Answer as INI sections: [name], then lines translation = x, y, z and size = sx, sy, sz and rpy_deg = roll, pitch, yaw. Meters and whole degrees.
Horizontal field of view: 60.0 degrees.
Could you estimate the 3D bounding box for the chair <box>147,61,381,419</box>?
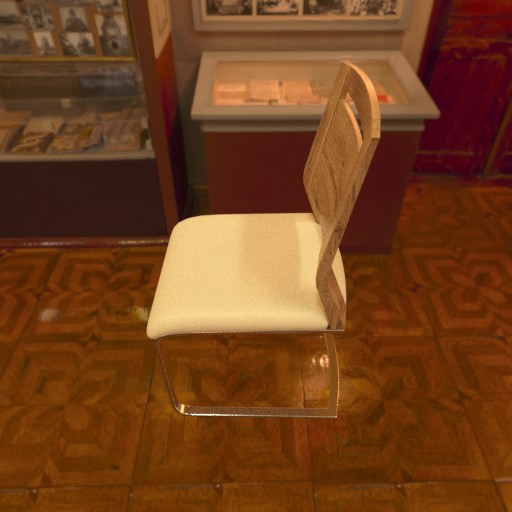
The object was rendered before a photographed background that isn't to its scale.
[chair]
translation = 0.000, 0.000, 1.240
size = 0.561, 0.955, 0.457
rpy_deg = 1, 41, 1
